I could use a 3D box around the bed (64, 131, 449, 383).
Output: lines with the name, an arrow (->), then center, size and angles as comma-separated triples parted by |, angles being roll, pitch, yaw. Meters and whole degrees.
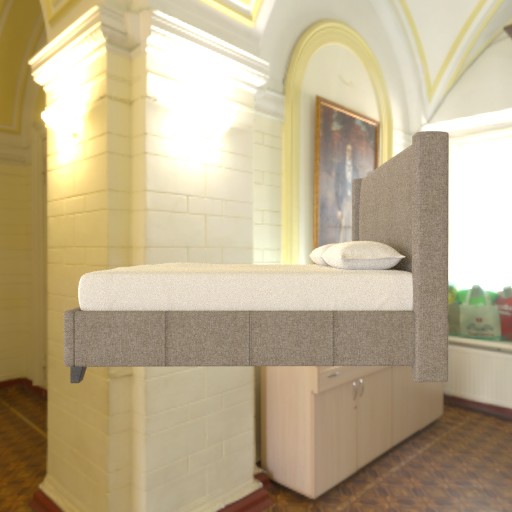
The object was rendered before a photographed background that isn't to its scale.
bed -> 0.000, 0.000, 3.424 | 2.245, 1.481, 1.714 | 0, 0, 0
